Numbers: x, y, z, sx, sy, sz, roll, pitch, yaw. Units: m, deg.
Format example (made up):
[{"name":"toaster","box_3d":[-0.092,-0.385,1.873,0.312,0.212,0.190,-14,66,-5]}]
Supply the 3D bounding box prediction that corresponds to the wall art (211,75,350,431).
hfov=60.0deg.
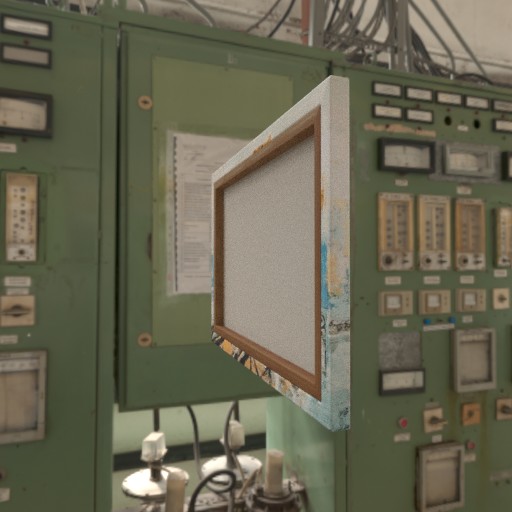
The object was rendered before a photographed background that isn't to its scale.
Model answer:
[{"name":"wall art","box_3d":[0.000,0.000,1.192,0.038,0.609,0.913,0,-1,-19]}]
